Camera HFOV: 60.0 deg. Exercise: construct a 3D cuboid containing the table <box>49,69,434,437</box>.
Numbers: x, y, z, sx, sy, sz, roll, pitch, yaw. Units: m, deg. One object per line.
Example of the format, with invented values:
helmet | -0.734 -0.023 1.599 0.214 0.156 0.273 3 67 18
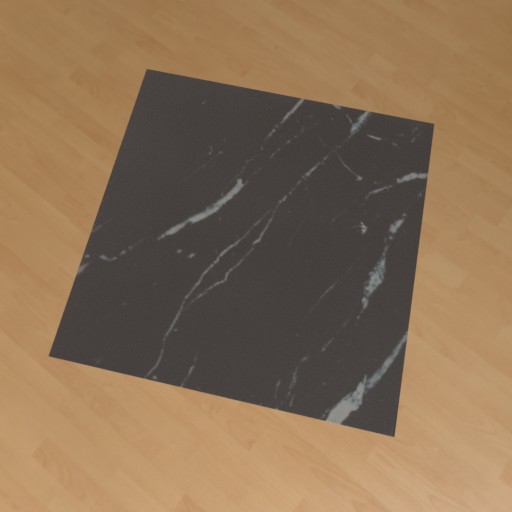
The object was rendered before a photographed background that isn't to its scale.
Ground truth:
table | 0.000 0.000 1.318 0.800 0.450 0.800 12 74 3
